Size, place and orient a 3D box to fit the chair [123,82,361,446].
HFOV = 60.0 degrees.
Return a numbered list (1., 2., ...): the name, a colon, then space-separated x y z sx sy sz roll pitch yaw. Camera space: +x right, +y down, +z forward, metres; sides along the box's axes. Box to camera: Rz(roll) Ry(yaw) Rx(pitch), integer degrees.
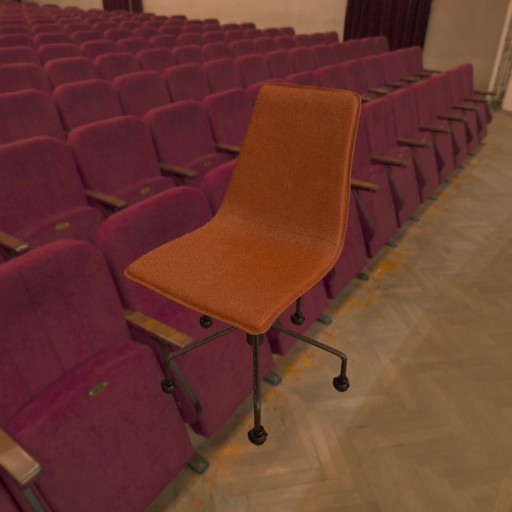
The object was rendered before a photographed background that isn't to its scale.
1. chair: 0.000 0.000 1.367 0.651 0.920 0.660 19 35 30
